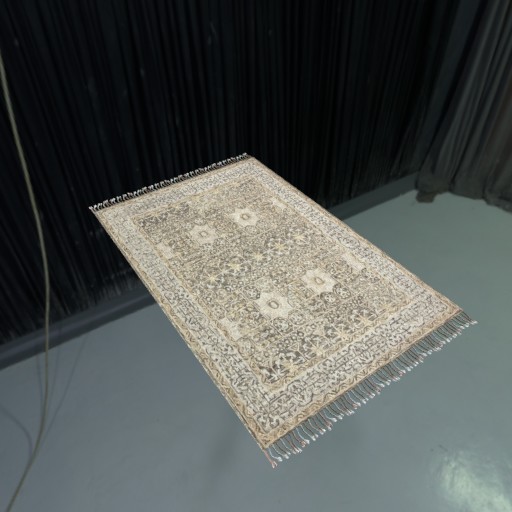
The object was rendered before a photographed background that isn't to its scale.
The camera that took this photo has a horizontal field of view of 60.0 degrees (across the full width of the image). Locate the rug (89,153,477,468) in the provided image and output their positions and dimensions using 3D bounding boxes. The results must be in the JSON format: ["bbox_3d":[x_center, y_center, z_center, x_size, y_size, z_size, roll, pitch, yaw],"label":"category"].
[{"bbox_3d":[0.000,0.000,2.518,1.237,0.010,2.029,-25,48,-25],"label":"rug"}]
